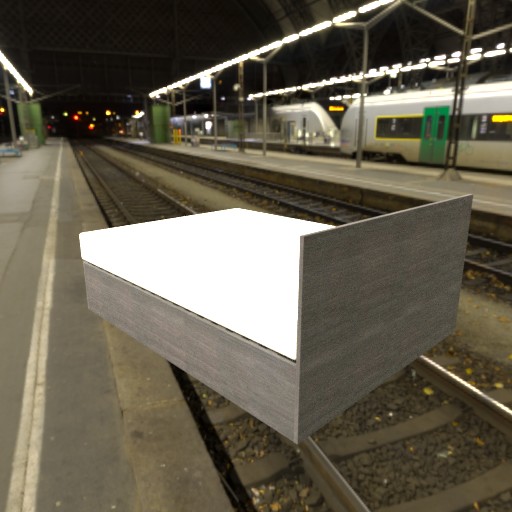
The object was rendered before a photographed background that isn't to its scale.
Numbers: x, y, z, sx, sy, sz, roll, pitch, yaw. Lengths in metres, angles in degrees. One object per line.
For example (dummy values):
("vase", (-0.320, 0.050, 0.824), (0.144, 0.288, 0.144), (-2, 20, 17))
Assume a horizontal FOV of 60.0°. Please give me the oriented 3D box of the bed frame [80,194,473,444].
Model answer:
("bed frame", (0.000, 0.000, 2.672), (1.400, 0.800, 1.900), (-15, 22, -42))
